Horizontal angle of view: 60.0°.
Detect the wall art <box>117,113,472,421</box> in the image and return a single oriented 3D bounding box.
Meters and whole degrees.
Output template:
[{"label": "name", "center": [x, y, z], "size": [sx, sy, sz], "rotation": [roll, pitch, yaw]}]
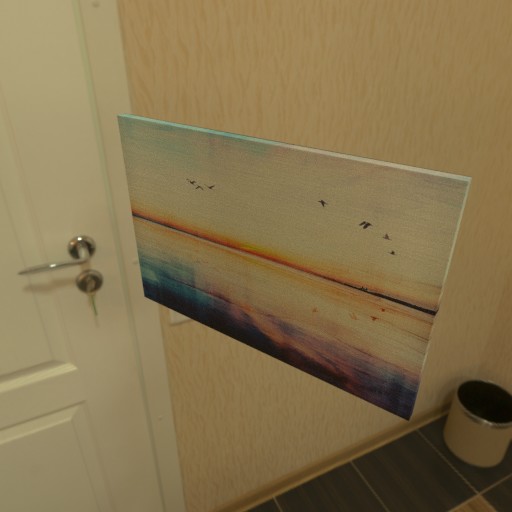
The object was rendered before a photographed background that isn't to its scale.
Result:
[{"label": "wall art", "center": [0.000, 0.000, 0.762], "size": [0.604, 0.402, 0.018], "rotation": [19, 35, 30]}]
